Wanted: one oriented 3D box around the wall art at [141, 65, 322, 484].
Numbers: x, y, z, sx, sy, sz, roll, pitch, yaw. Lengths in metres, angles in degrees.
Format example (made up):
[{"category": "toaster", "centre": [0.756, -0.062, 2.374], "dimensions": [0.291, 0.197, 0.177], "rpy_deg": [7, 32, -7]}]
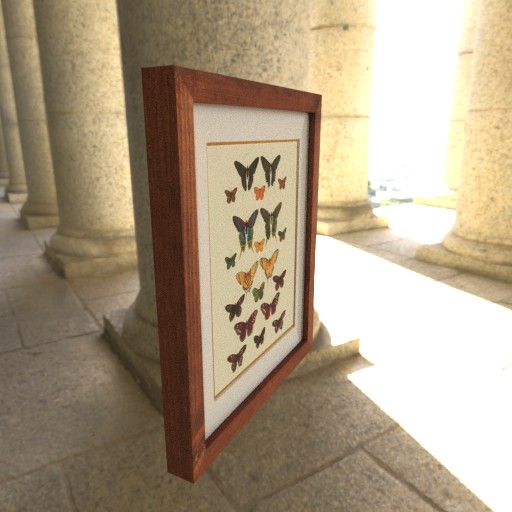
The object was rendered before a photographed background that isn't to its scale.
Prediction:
[{"category": "wall art", "centre": [0.000, 0.000, 0.621], "dimensions": [0.039, 0.449, 0.377], "rpy_deg": [8, 18, 27]}]
